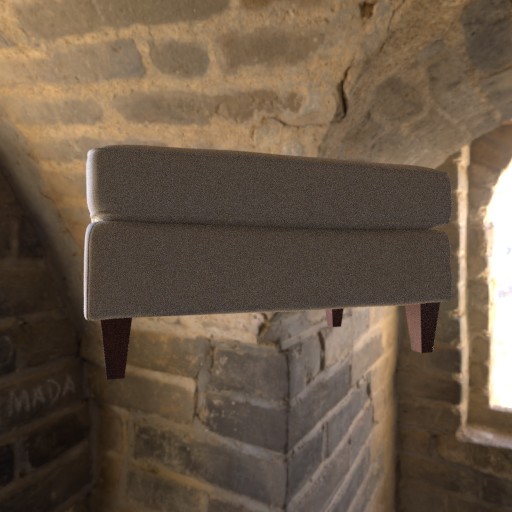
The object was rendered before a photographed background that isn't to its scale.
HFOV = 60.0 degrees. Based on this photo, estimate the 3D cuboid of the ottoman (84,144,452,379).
[{"bbox_3d":[0.000,0.000,1.215,0.862,0.484,0.583,0,0,-19],"label":"ottoman"}]
